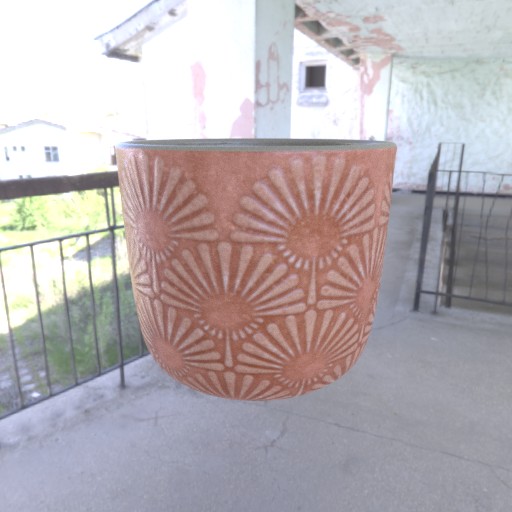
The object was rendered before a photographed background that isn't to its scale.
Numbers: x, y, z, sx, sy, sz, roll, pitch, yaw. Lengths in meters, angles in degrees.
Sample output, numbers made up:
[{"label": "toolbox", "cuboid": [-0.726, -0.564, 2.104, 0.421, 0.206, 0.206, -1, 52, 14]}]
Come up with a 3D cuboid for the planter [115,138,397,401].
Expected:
[{"label": "planter", "cuboid": [0.000, 0.000, 0.218, 0.124, 0.109, 0.124, 0, 16, 0]}]
